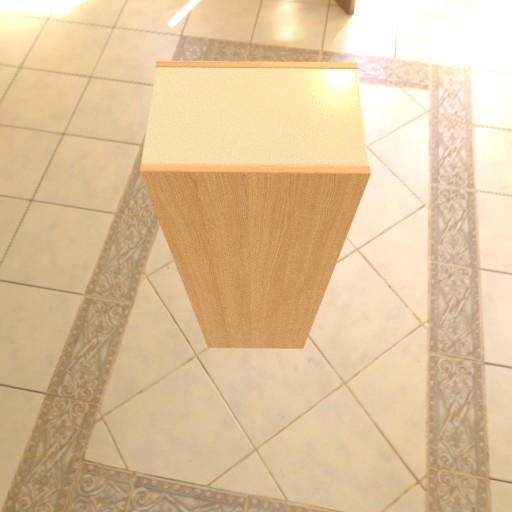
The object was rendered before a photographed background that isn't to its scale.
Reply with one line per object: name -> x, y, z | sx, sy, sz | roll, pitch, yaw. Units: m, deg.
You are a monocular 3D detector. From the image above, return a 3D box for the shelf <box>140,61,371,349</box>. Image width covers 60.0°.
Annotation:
shelf -> 0.000, 0.000, 0.993 | 0.290, 0.882, 0.197 | 1, 64, 0
